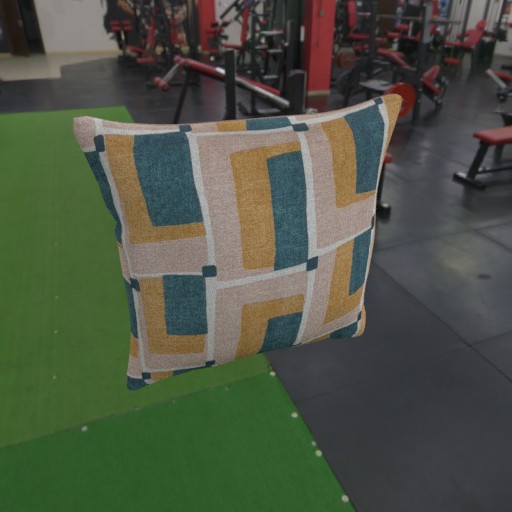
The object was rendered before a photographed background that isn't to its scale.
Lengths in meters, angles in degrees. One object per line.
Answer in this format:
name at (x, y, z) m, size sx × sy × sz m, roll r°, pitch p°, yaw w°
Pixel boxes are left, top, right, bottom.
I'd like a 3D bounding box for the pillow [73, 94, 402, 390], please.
pillow at (0.000, 0.000, 0.728) m, size 0.478 × 0.479 × 0.158 m, roll -10°, pitch 32°, yaw -16°
